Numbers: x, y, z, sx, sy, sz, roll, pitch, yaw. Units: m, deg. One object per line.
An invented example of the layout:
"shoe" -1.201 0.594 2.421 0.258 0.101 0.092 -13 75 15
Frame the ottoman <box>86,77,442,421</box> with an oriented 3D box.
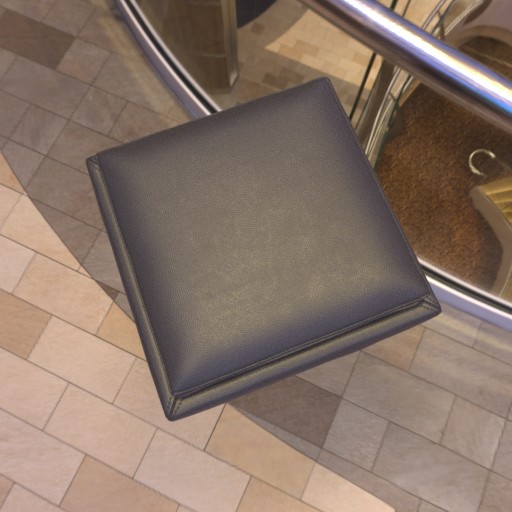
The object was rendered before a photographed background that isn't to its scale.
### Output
"ottoman" 0.000 0.000 0.839 0.451 0.460 0.450 -20 77 -5
